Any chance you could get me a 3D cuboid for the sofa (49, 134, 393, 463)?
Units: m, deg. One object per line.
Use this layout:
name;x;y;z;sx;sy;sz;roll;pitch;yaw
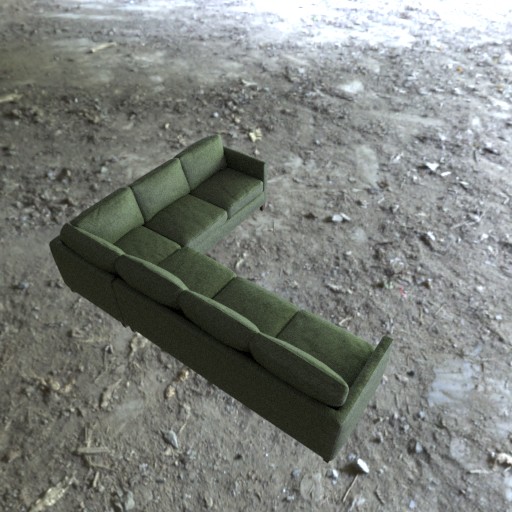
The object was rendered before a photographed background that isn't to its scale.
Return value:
sofa;0.000;0.000;4.618;3.302;0.947;2.593;26;49;25
